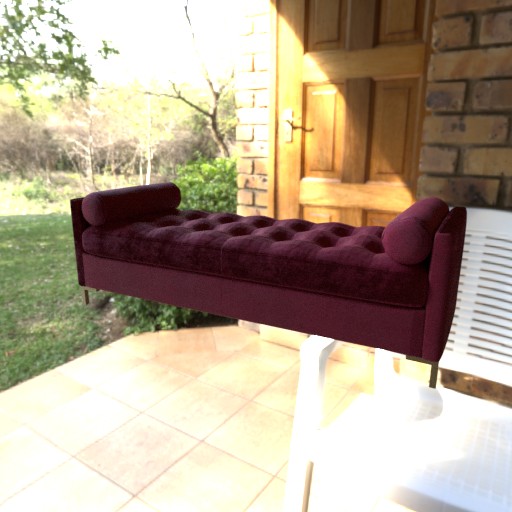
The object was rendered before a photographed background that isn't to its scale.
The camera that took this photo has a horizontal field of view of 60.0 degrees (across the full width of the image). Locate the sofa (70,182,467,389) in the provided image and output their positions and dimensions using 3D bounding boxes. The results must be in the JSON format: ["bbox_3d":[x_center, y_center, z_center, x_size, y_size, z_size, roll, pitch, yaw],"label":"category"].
[{"bbox_3d":[0.000,0.000,2.516,2.102,0.705,0.796,8,17,27],"label":"sofa"}]
